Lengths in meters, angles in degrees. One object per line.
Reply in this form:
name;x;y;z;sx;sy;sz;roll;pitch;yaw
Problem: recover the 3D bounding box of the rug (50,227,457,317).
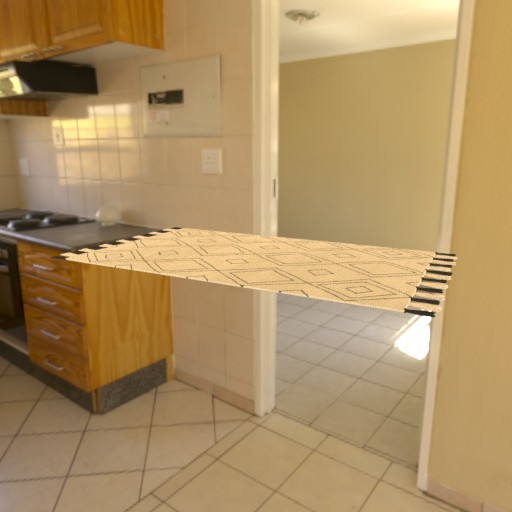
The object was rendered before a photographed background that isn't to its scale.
rug;0.000;0.000;3.394;2.755;0.021;1.524;7;15;26
